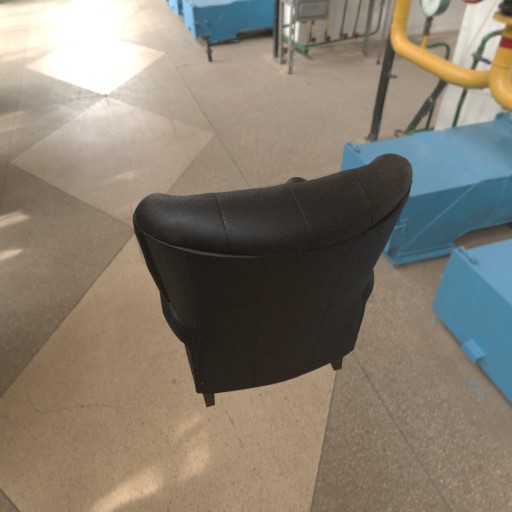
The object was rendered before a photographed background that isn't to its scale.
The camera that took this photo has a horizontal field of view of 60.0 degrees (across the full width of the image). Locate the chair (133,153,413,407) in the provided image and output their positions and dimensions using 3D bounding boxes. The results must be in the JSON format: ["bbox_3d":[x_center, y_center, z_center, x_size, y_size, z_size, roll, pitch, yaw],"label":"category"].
[{"bbox_3d":[0.000,0.000,1.942,0.948,1.158,1.058,-12,42,-13],"label":"chair"}]
